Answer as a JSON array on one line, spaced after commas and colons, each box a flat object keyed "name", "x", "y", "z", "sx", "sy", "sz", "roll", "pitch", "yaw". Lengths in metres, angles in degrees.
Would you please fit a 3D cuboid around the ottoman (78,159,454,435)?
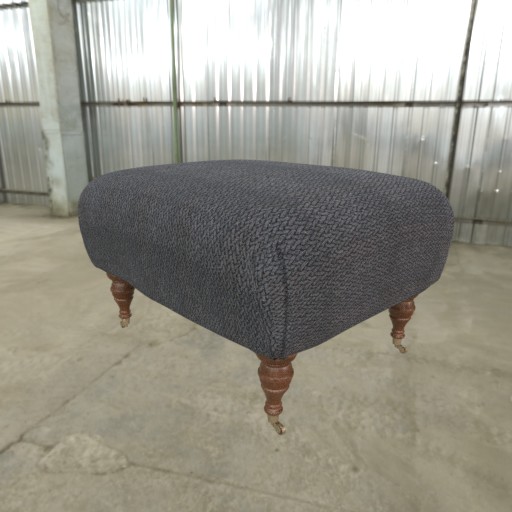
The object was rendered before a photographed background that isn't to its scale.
[{"name": "ottoman", "x": 0.000, "y": 0.000, "z": 1.103, "sx": 0.622, "sy": 0.450, "sz": 0.747, "roll": -15, "pitch": 22, "yaw": -41}]
